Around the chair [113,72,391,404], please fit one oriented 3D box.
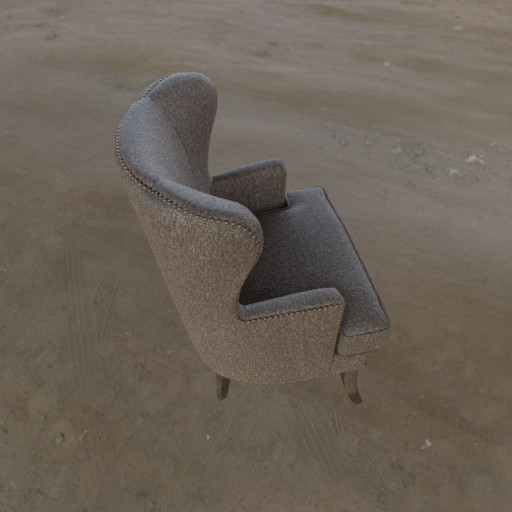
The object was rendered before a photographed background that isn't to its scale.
[{"bbox_3d":[0.000,0.000,1.570,0.758,1.060,0.759,-9,47,-8],"label":"chair"}]
